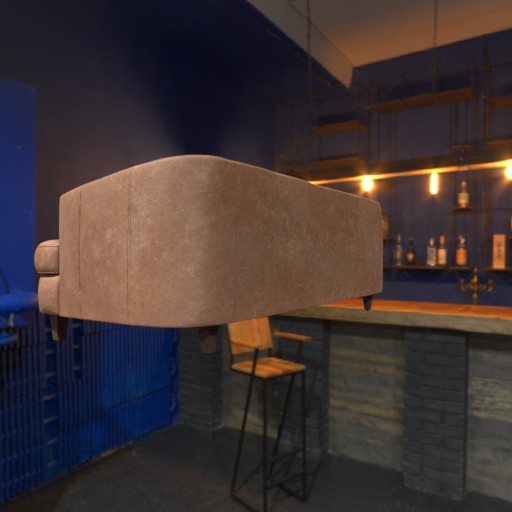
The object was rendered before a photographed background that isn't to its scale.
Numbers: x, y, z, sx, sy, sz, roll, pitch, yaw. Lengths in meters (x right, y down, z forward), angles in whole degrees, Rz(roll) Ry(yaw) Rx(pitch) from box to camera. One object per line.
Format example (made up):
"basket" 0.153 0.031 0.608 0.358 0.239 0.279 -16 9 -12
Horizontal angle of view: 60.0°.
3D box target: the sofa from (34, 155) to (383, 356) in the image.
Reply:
"sofa" 0.000 0.000 2.669 0.922 0.791 2.257 0 0 35
